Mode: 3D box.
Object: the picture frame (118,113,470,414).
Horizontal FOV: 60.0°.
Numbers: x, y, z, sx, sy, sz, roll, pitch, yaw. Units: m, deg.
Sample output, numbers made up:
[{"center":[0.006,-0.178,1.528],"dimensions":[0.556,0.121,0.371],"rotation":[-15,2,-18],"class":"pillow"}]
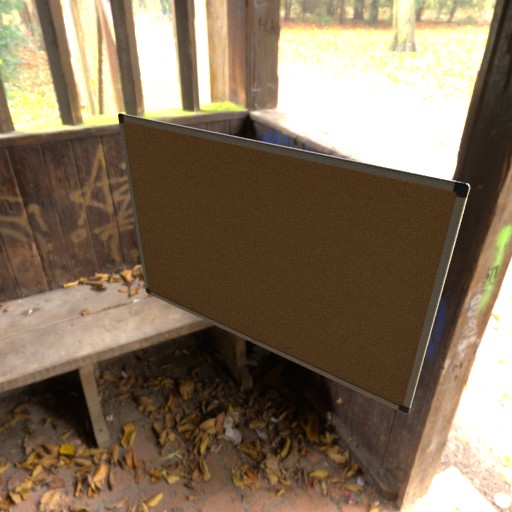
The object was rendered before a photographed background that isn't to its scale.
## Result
[{"center":[0.000,0.000,1.140],"dimensions":[0.900,0.600,0.010],"rotation":[19,36,28],"class":"picture frame"}]
